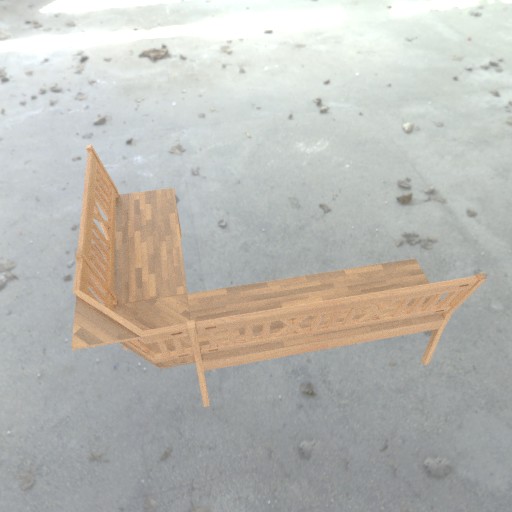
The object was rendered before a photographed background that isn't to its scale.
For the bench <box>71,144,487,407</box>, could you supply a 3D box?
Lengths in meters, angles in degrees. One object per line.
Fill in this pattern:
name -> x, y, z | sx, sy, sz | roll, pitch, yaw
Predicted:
bench -> 0.000, 0.000, 2.820 | 1.937, 0.902, 1.537 | -8, 48, -8
